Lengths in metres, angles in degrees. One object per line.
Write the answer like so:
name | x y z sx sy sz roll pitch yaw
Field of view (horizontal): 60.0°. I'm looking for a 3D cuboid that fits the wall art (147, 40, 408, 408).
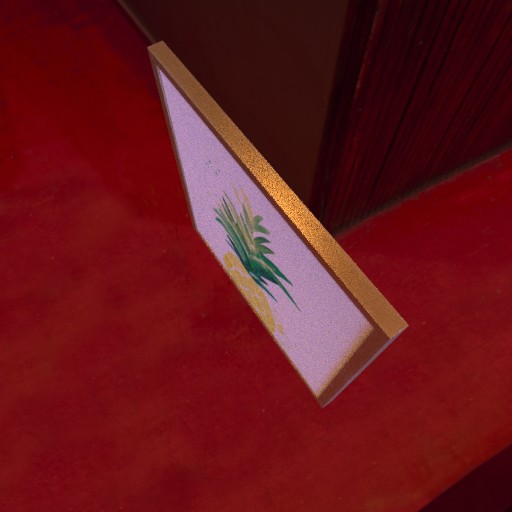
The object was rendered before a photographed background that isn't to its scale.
wall art | 0.000 0.000 1.142 0.037 0.760 0.762 -31 68 -14
